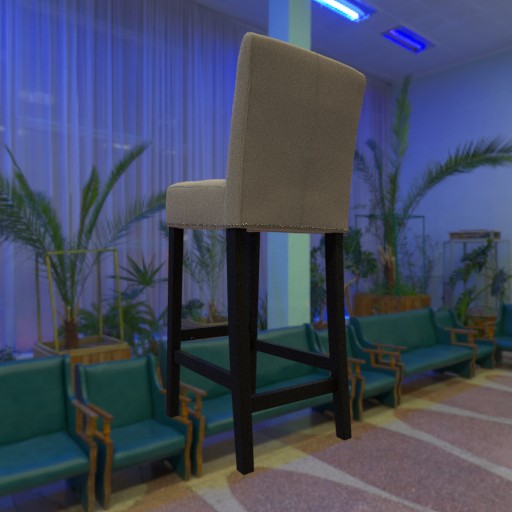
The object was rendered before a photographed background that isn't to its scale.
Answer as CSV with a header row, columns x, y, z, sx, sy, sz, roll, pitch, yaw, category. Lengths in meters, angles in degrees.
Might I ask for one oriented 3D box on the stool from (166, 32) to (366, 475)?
x,y,z,sx,sy,sz,roll,pitch,yaw,category
0.000,0.000,1.334,0.411,1.047,0.548,0,0,-36,stool
